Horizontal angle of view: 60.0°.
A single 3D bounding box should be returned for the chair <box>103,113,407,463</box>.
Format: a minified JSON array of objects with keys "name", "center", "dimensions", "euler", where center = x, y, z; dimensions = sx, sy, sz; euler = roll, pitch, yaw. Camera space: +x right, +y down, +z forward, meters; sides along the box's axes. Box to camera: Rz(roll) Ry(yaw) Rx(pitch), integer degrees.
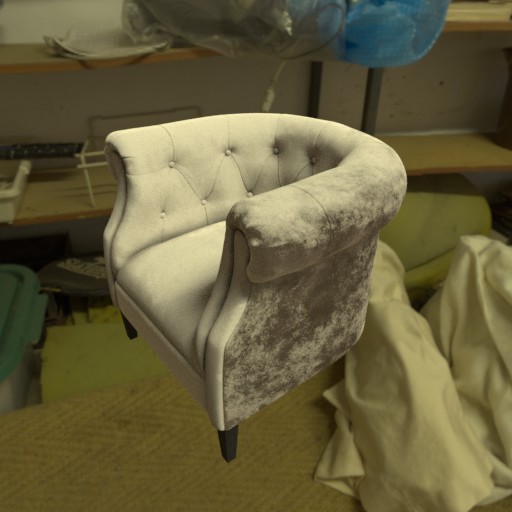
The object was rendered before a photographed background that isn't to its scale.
[{"name":"chair","center":[0.000,0.000,1.565],"dimensions":[0.851,0.826,0.904],"euler":[-22,38,-32]}]
